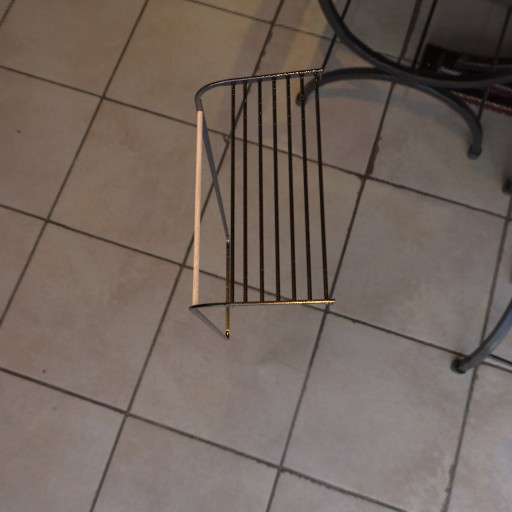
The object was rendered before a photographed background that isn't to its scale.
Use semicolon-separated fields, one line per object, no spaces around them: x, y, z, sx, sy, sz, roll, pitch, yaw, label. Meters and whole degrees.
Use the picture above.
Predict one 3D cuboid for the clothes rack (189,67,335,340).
0.000;0.000;1.825;0.349;1.574;0.609;0;76;0;clothes rack
